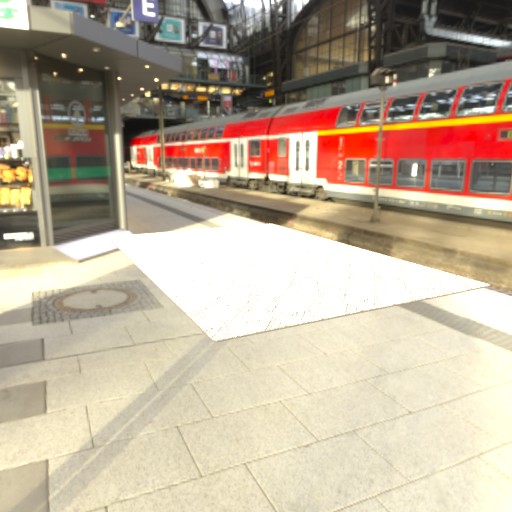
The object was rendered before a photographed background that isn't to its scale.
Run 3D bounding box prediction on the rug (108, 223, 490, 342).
[{"bbox_3d":[0.000,0.000,2.265,1.175,0.008,1.783,-7,14,-26],"label":"rug"}]
